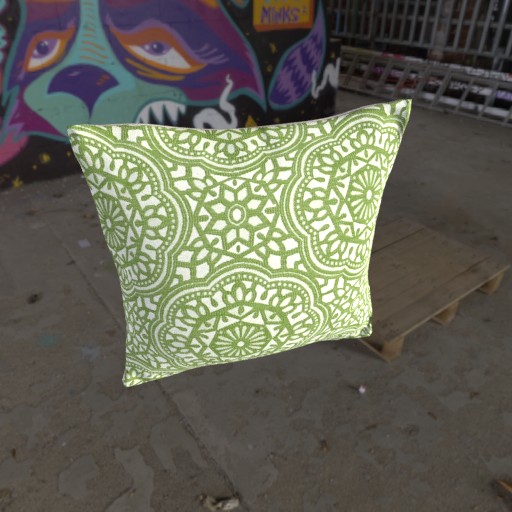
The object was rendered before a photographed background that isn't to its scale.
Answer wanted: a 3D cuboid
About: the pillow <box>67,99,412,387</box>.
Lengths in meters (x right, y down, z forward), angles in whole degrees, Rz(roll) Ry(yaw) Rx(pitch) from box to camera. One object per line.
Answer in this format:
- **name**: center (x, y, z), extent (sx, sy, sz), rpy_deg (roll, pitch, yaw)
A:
- **pillow**: center (0.000, 0.000, 0.649), extent (0.440, 0.419, 0.162), rpy_deg (-9, 33, -14)
